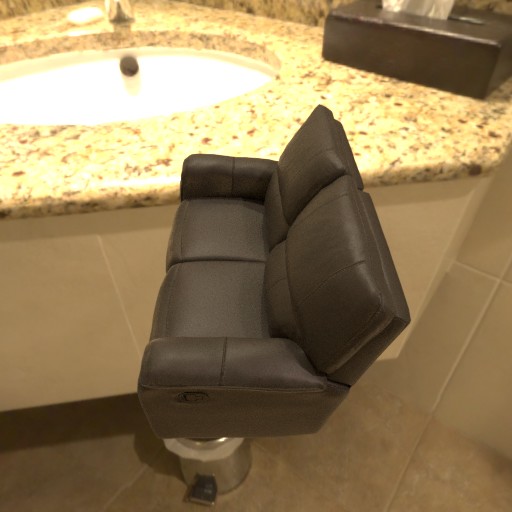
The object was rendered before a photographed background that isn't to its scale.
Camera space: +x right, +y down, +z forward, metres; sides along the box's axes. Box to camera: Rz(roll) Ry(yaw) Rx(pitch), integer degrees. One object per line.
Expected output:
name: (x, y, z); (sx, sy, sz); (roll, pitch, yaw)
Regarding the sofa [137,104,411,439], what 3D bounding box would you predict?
sofa: (0.000, 0.000, 2.455); (1.104, 1.111, 1.765); (0, 43, -1)
